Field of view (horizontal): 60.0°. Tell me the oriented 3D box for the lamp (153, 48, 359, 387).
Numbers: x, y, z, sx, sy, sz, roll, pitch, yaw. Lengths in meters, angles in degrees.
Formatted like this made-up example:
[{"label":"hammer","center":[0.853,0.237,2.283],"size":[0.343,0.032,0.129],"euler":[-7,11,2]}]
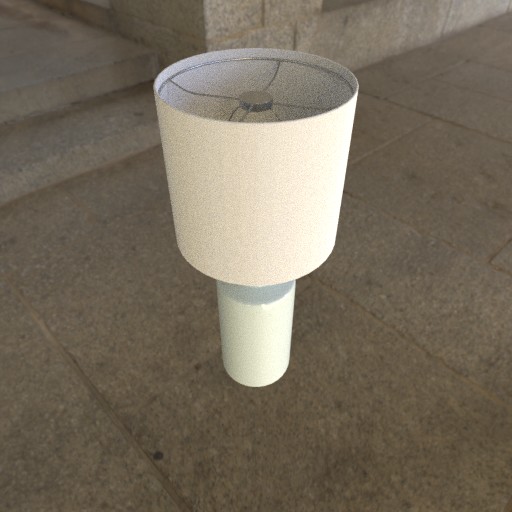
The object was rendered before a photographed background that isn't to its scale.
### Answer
[{"label":"lamp","center":[0.000,0.000,0.626],"size":[0.212,0.493,0.212],"euler":[12,43,13]}]
